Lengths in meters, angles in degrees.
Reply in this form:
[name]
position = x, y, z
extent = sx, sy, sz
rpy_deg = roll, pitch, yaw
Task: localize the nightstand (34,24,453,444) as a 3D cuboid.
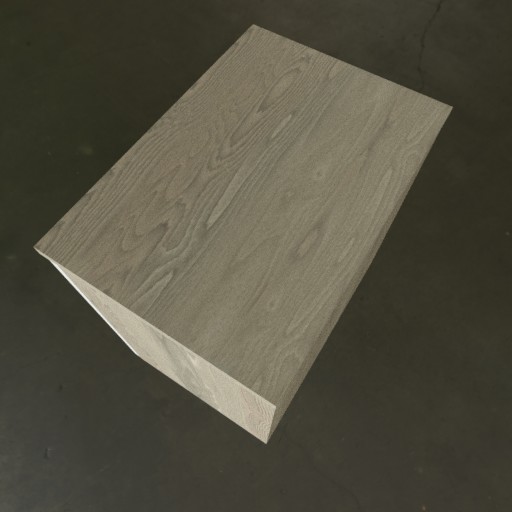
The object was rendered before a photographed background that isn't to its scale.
[nightstand]
position = 0.000, 0.000, 0.735
extent = 0.325, 0.461, 0.442
rpy_deg = 30, 66, 14
